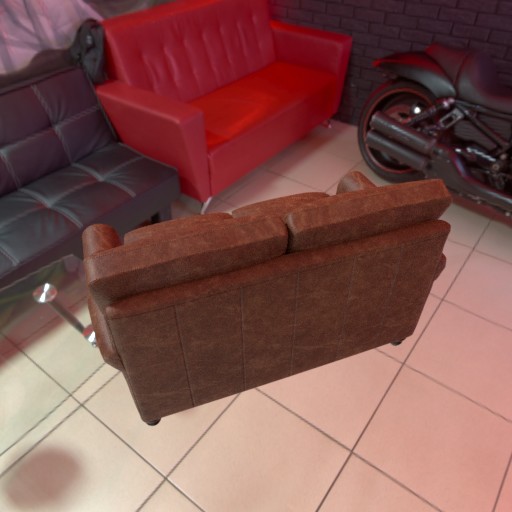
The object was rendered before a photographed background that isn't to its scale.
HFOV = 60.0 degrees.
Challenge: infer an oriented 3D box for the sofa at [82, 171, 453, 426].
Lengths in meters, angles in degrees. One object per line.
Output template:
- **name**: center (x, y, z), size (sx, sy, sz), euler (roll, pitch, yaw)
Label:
- **sofa**: center (0.000, 0.000, 2.238), size (1.616, 0.967, 0.990), euler (-14, 43, -15)
